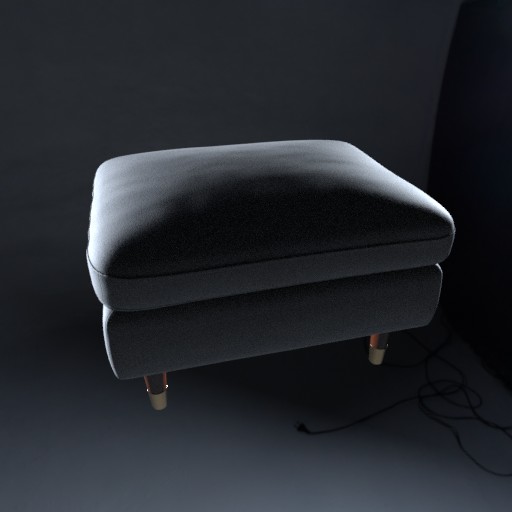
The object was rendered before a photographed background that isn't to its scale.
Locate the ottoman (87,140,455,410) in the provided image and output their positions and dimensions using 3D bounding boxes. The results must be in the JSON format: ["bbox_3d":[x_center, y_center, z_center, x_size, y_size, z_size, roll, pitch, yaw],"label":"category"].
[{"bbox_3d":[0.000,0.000,1.129,0.747,0.478,0.593,-8,32,-13],"label":"ottoman"}]
